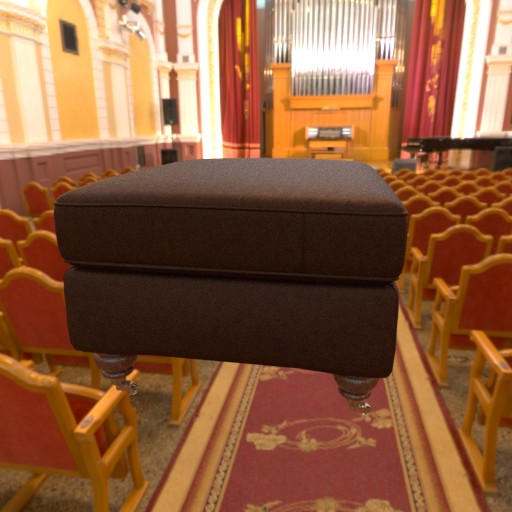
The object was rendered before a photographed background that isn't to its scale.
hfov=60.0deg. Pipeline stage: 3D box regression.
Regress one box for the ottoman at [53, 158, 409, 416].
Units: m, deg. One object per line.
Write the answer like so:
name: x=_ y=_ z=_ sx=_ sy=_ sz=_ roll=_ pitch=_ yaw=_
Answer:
ottoman: x=0.000 y=0.000 z=1.779 sx=0.967 sy=0.730 sz=1.187 roll=3 pitch=17 yaw=9
